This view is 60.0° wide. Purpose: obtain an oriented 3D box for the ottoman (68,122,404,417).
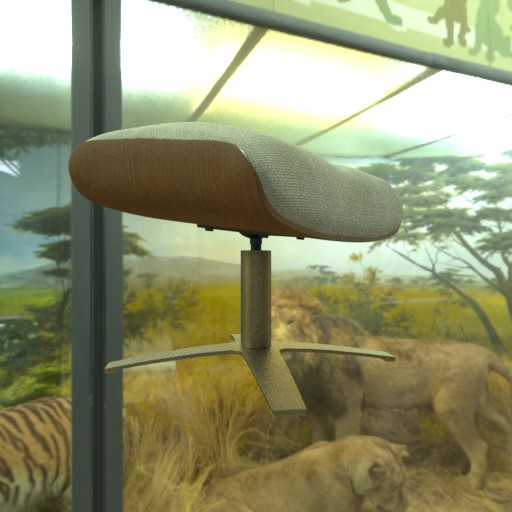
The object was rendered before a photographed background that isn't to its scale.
[{"bbox_3d":[0.000,0.000,0.797,0.394,0.391,0.520,0,0,36],"label":"ottoman"}]
